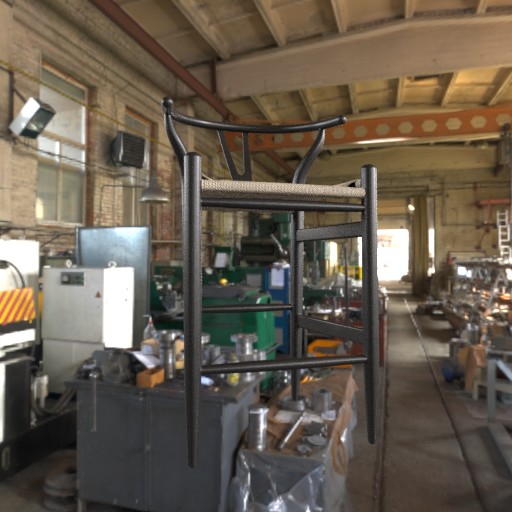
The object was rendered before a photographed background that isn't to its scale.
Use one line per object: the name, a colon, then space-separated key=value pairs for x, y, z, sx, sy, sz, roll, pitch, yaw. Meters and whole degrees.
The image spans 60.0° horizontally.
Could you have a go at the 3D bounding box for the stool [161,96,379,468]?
stool: x=0.000 y=0.000 z=1.343 sx=0.569 sy=0.970 sz=0.579 roll=0 pitch=-1 yaw=-16
